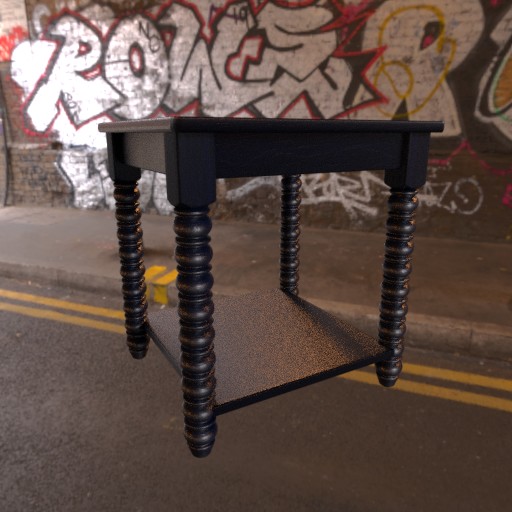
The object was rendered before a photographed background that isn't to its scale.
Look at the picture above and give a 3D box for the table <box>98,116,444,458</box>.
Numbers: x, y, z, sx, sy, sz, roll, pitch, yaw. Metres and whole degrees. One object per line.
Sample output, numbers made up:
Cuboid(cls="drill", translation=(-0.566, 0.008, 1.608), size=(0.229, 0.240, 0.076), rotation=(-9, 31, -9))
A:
Cuboid(cls="table", translation=(0.000, 0.000, 0.981), size=(0.533, 0.567, 0.500), rotation=(-9, 18, -28))
